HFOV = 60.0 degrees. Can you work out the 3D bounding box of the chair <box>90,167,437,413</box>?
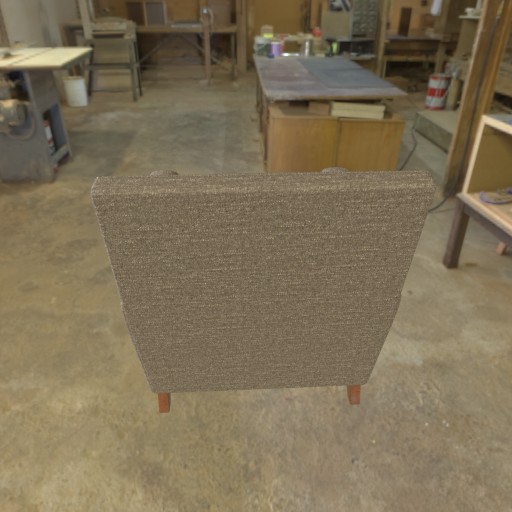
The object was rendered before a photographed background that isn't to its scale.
[{"bbox_3d":[0.000,0.000,1.558,0.838,0.885,0.875,-2,30,-3],"label":"chair"}]
